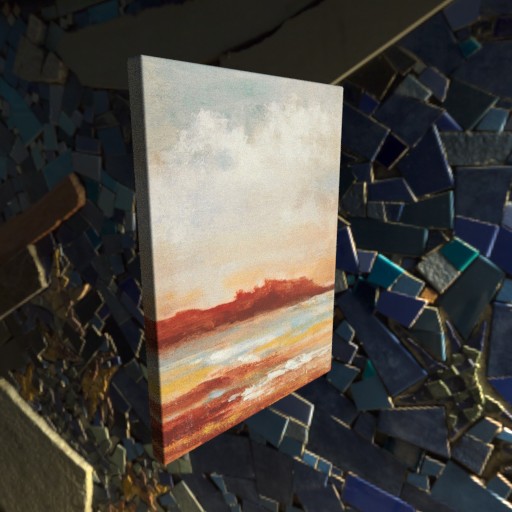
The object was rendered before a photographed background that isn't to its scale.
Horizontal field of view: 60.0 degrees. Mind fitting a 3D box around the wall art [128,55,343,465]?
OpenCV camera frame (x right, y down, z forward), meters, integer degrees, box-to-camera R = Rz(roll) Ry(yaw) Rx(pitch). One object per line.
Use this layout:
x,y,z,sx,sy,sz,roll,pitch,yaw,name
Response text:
0.000,0.000,0.792,0.443,0.605,0.035,-13,19,-43,wall art
